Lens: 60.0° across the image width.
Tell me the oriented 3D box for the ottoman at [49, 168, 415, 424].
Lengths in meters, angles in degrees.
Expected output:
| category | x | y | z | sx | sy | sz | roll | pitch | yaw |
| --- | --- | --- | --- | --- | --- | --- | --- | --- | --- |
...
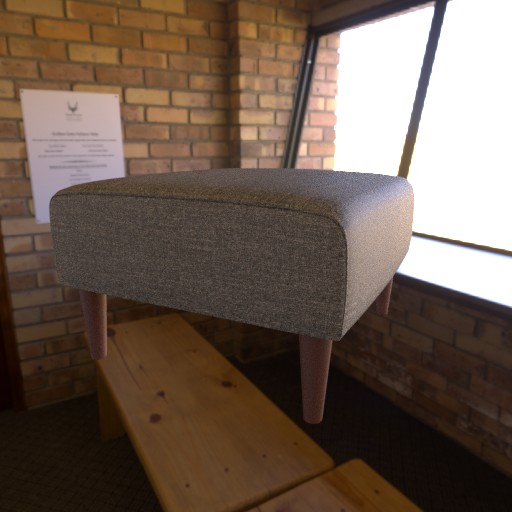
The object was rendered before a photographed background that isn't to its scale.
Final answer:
| category | x | y | z | sx | sy | sz | roll | pitch | yaw |
| --- | --- | --- | --- | --- | --- | --- | --- | --- | --- |
| ottoman | 0.000 | 0.000 | 1.069 | 0.648 | 0.399 | 0.655 | 7 | 16 | 26 |
